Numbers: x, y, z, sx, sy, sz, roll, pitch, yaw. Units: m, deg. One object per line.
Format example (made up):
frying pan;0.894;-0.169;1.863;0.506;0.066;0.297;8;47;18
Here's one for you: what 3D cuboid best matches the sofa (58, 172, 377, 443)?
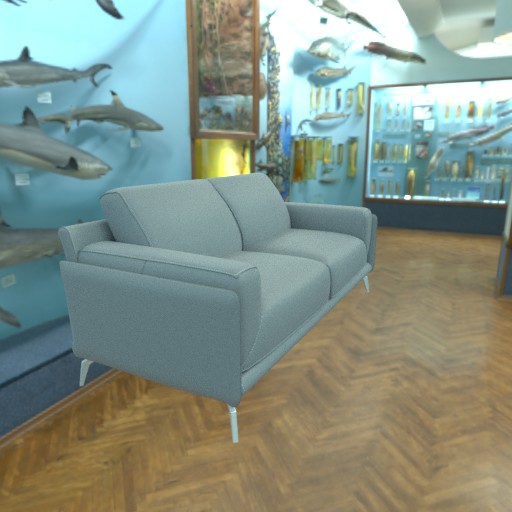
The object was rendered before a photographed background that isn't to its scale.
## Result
sofa;0.000;0.000;2.651;0.969;0.900;2.100;7;16;27
